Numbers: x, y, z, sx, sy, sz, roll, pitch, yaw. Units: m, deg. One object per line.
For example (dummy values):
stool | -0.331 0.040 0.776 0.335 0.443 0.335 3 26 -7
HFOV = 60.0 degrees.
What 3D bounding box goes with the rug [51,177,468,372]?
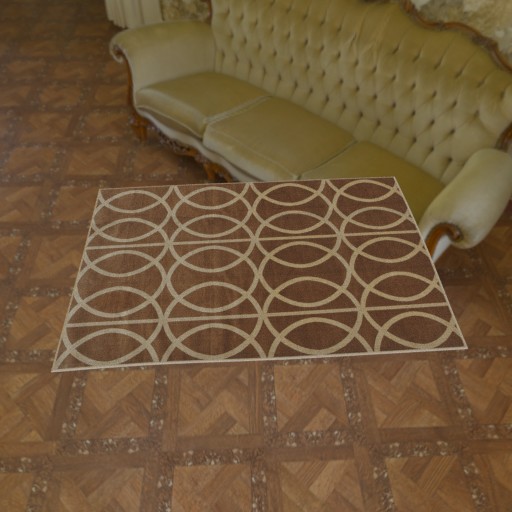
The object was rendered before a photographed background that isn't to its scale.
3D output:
rug | 0.000 0.000 2.921 2.294 0.014 1.528 -3 48 -2
